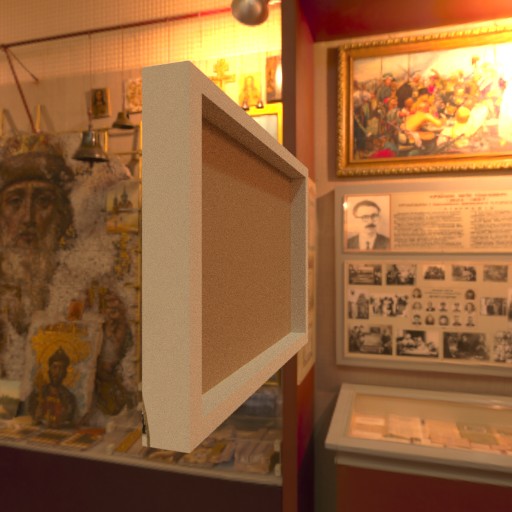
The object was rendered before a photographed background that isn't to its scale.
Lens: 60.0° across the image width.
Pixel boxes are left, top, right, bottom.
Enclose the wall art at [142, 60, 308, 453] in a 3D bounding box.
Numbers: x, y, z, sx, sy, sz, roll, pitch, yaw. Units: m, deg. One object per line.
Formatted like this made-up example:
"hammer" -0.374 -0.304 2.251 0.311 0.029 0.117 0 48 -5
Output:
"wall art" 0.000 0.000 0.474 0.039 0.254 0.384 0 0 19
